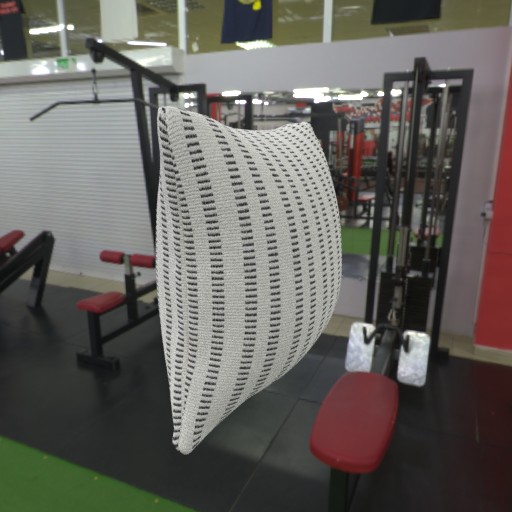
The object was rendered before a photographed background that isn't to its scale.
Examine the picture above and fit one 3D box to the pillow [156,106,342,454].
[{"bbox_3d":[0.000,0.000,0.692,0.247,0.419,0.438,7,16,26],"label":"pillow"}]
